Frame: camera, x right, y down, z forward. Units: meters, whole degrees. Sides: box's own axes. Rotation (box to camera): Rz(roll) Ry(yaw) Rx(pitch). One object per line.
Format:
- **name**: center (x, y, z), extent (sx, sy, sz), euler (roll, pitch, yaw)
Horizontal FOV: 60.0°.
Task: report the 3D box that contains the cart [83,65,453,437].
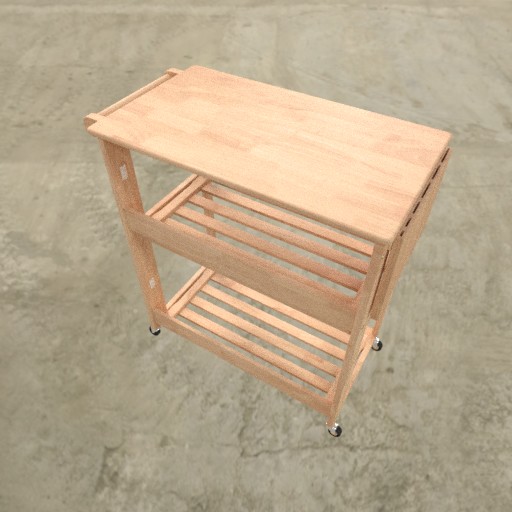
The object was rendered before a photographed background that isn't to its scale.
- **cart**: center (0.000, 0.000, 1.369), extent (0.853, 0.879, 0.432), euler (23, 50, 21)
